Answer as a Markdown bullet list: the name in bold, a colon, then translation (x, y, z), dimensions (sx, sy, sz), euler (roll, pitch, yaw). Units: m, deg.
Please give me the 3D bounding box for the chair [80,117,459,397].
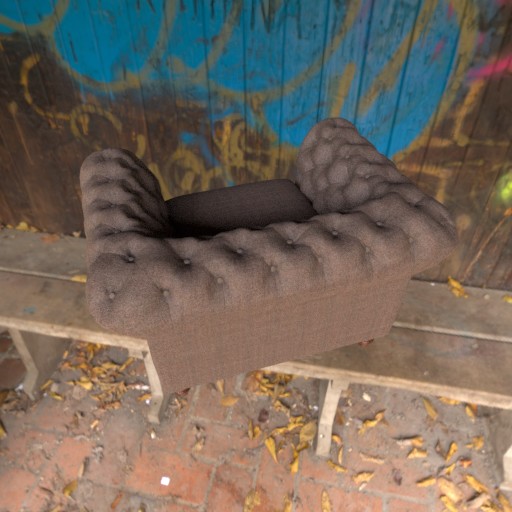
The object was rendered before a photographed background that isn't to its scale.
- **chair**: translation (0.000, 0.000, 1.889), dimensions (1.298, 0.780, 0.945), euler (-12, 42, -13)
